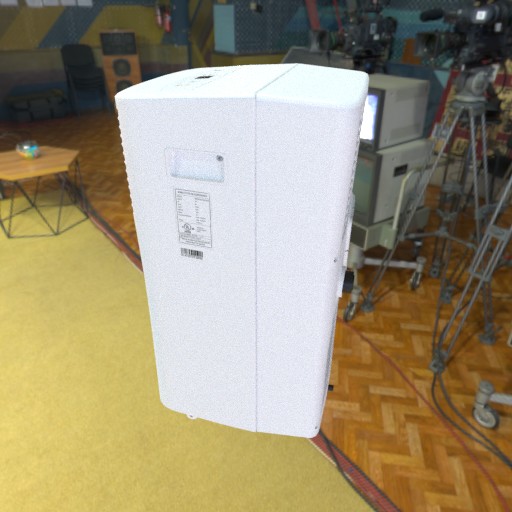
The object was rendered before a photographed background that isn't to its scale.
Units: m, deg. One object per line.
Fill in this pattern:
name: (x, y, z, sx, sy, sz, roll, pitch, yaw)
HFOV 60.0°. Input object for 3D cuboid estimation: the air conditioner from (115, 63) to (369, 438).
air conditioner: (0.000, 0.000, 0.791, 0.349, 0.606, 0.304, 7, 31, 13)
